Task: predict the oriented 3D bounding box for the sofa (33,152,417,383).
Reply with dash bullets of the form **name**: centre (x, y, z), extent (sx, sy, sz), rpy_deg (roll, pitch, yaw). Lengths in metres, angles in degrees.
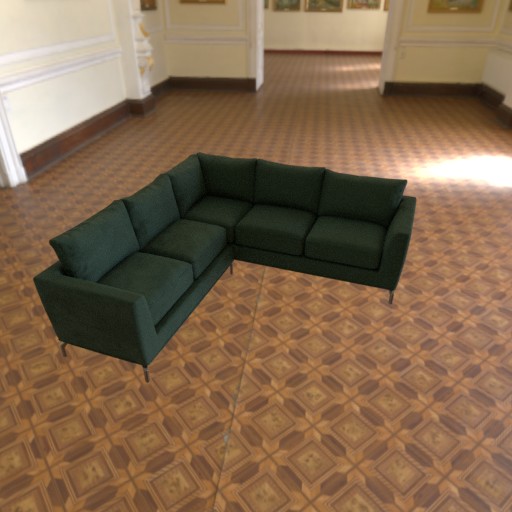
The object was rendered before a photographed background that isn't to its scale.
- **sofa**: centre (0.000, 0.000, 3.844), extent (2.452, 1.004, 2.468), rpy_deg (11, 32, 18)
